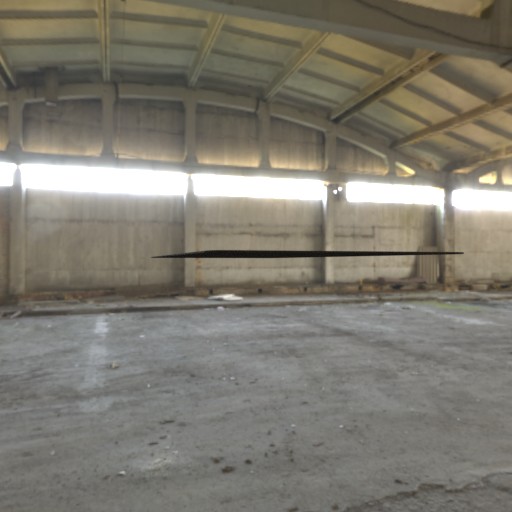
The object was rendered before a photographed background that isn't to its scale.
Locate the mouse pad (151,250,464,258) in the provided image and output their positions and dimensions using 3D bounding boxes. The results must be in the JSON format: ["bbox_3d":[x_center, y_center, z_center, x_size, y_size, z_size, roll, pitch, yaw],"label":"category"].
[{"bbox_3d":[0.000,0.000,1.066,0.424,0.003,0.907,0,-1,-18],"label":"mouse pad"}]
